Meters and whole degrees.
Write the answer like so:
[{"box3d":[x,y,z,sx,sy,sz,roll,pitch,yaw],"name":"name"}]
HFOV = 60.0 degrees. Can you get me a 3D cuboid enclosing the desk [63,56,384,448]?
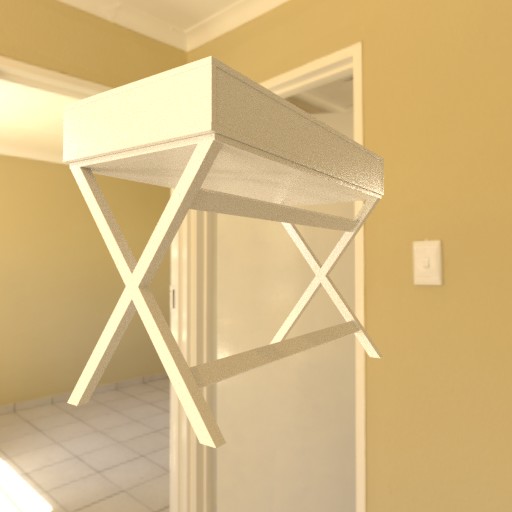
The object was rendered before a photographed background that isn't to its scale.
[{"box3d":[0.000,0.000,1.452,0.509,0.780,1.059,0,-1,34],"name":"desk"}]
